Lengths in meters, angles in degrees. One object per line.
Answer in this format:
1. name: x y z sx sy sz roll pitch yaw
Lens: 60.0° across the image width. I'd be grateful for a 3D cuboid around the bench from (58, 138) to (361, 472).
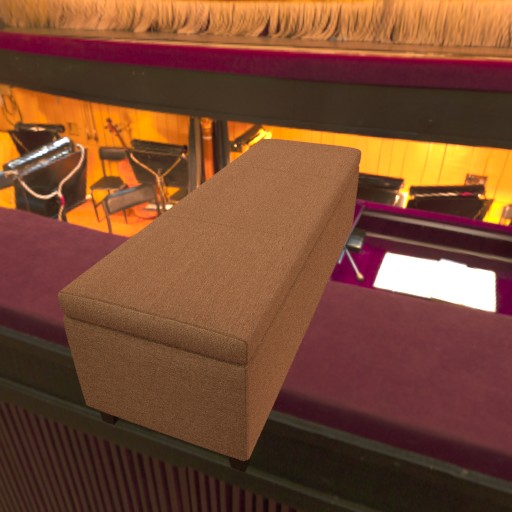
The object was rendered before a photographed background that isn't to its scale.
1. bench: 0.000 0.000 1.466 0.446 0.438 1.269 11 32 18
